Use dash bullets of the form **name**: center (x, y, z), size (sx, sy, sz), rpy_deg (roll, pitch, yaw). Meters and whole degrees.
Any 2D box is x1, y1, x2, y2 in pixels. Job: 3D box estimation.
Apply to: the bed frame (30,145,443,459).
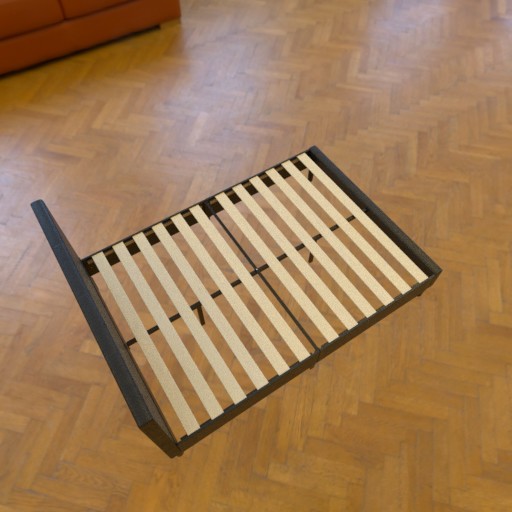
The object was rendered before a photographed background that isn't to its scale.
- **bed frame**: center (0.000, 0.000, 2.967), size (2.152, 1.046, 1.469), rpy_deg (-29, 62, -17)
